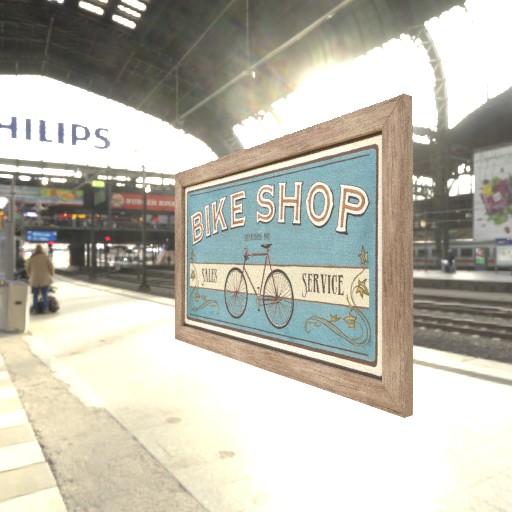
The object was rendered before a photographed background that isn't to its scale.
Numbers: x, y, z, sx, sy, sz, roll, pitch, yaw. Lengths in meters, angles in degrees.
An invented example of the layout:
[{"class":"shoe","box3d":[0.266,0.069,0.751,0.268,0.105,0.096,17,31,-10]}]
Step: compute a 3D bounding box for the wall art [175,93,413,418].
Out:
[{"class":"wall art","box3d":[0.000,0.000,0.974,0.021,0.480,0.780,0,0,-36]}]
